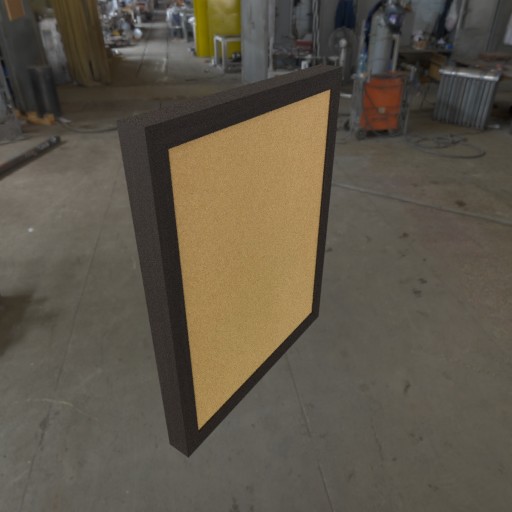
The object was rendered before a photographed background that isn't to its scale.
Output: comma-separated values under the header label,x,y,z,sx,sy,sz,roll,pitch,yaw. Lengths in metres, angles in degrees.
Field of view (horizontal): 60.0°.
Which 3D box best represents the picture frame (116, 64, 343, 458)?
label,x,y,z,sx,sy,sz,roll,pitch,yaw
picture frame,0.000,0.000,0.766,0.044,0.555,0.452,21,38,30
